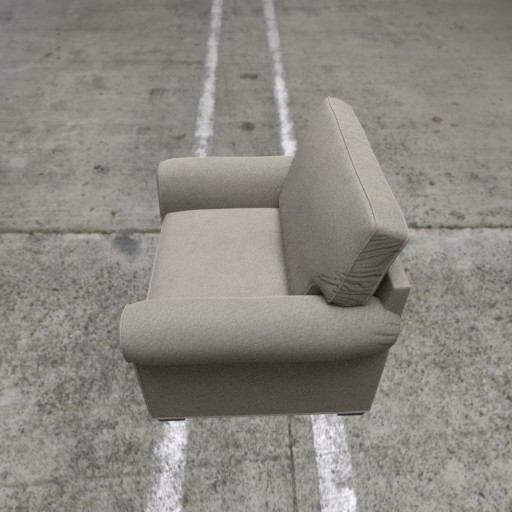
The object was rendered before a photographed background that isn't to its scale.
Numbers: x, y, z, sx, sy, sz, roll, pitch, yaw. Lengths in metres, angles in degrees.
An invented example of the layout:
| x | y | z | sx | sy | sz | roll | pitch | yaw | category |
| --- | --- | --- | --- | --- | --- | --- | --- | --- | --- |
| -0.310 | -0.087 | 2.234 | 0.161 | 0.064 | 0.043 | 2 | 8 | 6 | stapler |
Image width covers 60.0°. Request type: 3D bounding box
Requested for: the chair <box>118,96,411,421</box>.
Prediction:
| x | y | z | sx | sy | sz | roll | pitch | yaw | category |
| --- | --- | --- | --- | --- | --- | --- | --- | --- | --- |
| 0.000 | 0.000 | 1.901 | 0.939 | 1.044 | 1.147 | -1 | 42 | -1 | chair |
